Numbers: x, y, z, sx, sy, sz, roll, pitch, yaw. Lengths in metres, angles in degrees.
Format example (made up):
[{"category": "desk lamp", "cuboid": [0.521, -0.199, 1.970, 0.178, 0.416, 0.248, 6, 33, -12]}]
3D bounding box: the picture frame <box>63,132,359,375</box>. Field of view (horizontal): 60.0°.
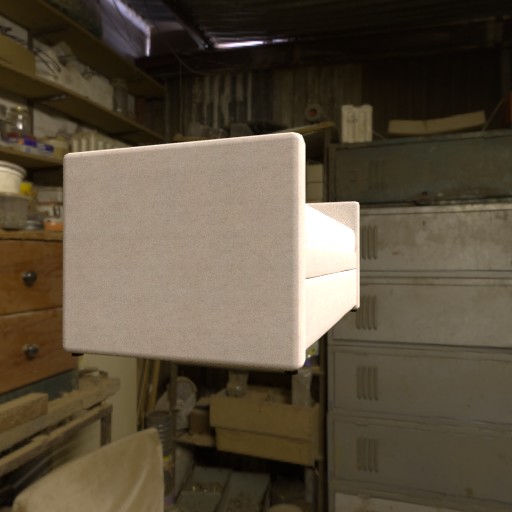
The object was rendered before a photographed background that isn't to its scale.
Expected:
[{"category": "picture frame", "cuboid": [0.000, 0.000, 2.784, 1.069, 0.891, 2.161, 0, 0, 19]}]
